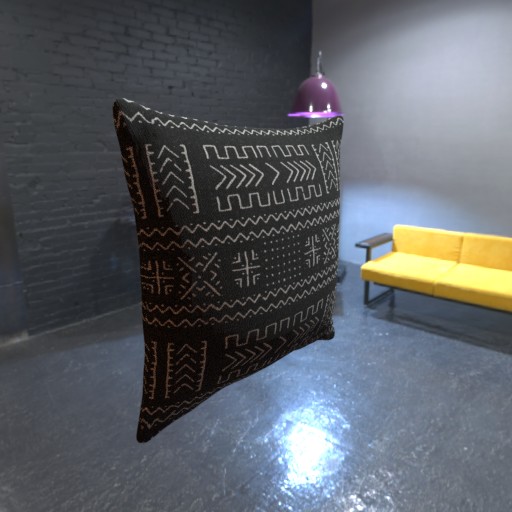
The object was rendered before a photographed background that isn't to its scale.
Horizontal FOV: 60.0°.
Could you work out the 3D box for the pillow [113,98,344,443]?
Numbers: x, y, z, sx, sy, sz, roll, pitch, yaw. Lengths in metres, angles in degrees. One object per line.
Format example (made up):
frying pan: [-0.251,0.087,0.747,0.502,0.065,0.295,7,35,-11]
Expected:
pillow: [0.000,0.000,0.675,0.164,0.430,0.438,14,20,42]
